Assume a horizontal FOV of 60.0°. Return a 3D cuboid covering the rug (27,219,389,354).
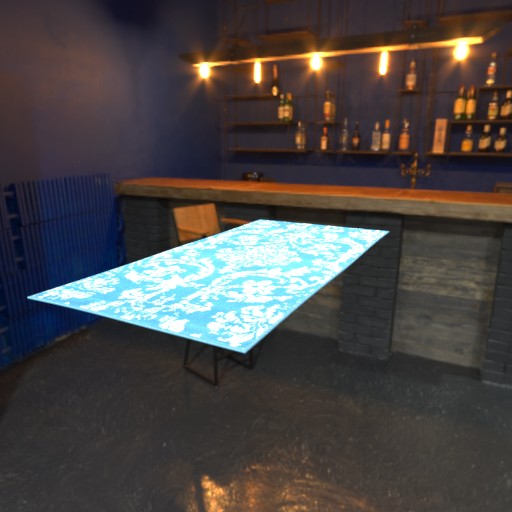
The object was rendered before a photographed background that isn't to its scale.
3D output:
[{"bbox_3d":[0.000,0.000,1.448,0.604,0.007,1.219,8,17,27],"label":"rug"}]
